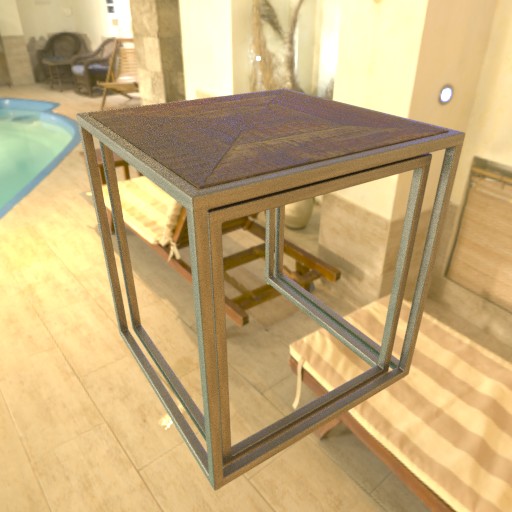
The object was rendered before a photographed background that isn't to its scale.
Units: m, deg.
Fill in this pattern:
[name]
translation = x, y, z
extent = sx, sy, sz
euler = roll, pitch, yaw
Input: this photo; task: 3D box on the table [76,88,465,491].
[table]
translation = 0.000, 0.000, 0.835
extent = 0.450, 0.500, 0.449
euler = -18, 35, -28
